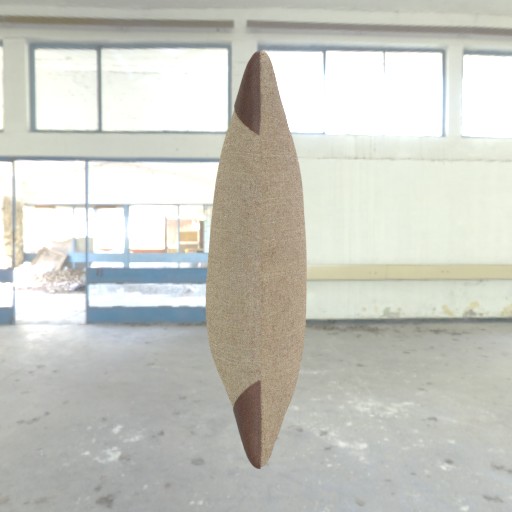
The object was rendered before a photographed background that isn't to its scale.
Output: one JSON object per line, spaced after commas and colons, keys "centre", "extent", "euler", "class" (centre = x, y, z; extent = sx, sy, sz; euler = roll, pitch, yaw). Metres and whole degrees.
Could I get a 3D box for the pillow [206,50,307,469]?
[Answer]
{"centre": [0.000, 0.000, 0.684], "extent": [0.147, 0.448, 0.437], "euler": [0, 1, -1], "class": "pillow"}
